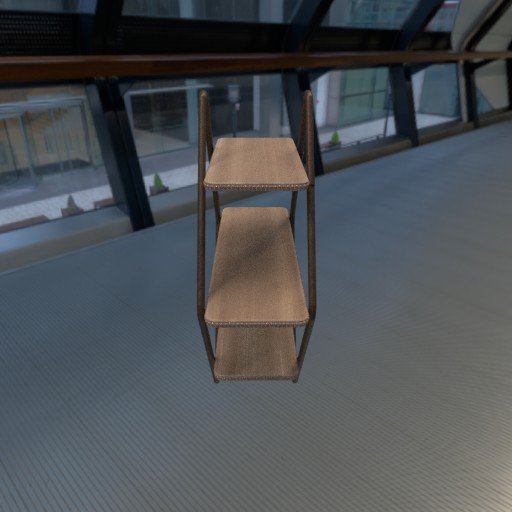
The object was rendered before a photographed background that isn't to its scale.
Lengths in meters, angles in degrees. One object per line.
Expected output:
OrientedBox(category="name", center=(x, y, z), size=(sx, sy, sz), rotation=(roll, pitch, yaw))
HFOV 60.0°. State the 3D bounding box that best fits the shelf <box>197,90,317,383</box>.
OrientedBox(category="shelf", center=(0.000, 0.000, 1.096), size=(0.234, 0.774, 0.609), rotation=(0, 27, 0))
